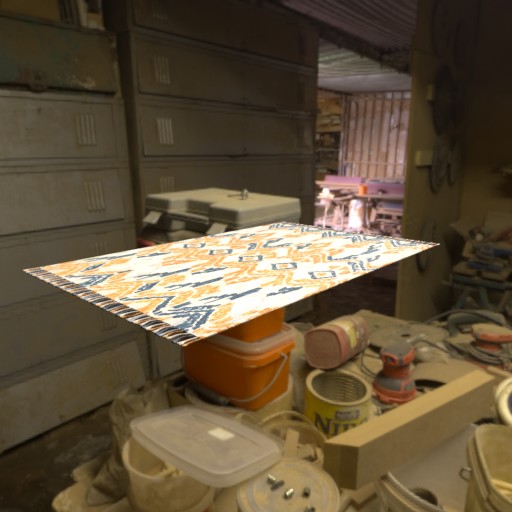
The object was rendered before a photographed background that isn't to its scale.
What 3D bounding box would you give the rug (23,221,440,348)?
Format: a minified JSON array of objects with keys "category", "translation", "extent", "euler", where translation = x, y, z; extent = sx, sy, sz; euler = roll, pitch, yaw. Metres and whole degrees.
[{"category":"rug","translation":[0.000,0.000,2.975],"extent":[1.533,0.010,2.428],"euler":[12,18,41]}]
